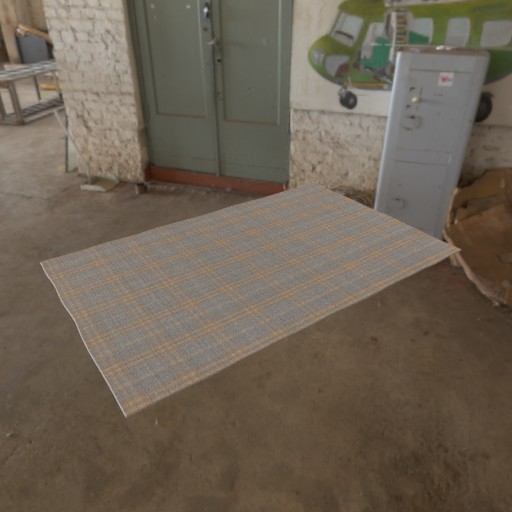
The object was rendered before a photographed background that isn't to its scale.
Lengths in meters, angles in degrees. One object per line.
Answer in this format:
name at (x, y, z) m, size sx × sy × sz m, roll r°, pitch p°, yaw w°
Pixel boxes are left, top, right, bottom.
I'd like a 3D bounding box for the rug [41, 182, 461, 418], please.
rug at (0.000, 0.000, 3.040) m, size 2.460 × 0.016 × 1.545 m, roll -20°, pitch 37°, yaw -30°
